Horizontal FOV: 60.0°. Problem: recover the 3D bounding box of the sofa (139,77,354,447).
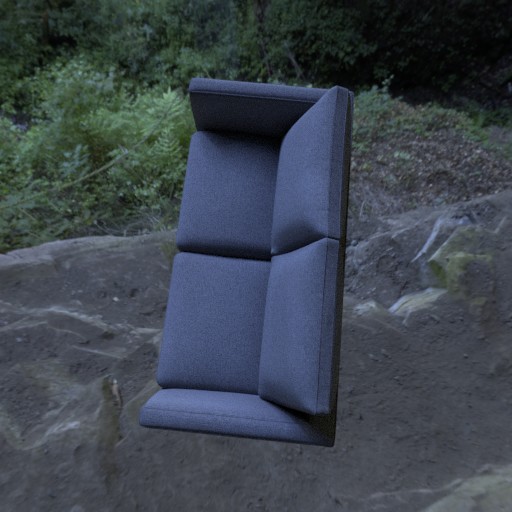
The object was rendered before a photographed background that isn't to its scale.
[{"bbox_3d":[0.000,0.000,2.153,0.803,0.924,1.594,6,77,1],"label":"sofa"}]
